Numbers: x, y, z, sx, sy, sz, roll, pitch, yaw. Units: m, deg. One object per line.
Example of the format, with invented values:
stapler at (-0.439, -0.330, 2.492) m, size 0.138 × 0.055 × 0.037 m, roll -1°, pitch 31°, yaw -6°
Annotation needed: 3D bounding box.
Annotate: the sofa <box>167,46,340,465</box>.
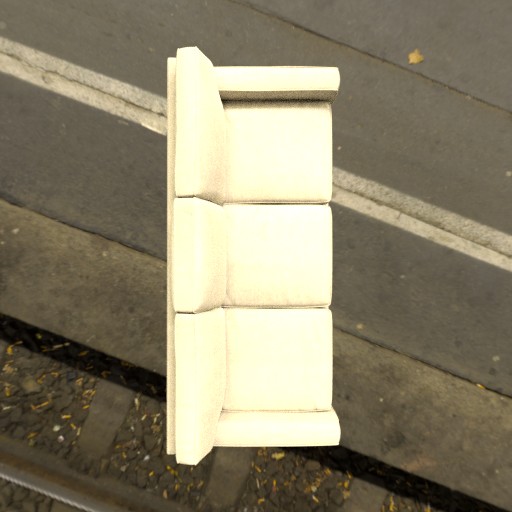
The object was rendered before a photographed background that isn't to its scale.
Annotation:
sofa at (0.000, 0.000, 2.552) m, size 0.936 × 0.862 × 2.093 m, roll 0°, pitch 90°, yaw 0°
